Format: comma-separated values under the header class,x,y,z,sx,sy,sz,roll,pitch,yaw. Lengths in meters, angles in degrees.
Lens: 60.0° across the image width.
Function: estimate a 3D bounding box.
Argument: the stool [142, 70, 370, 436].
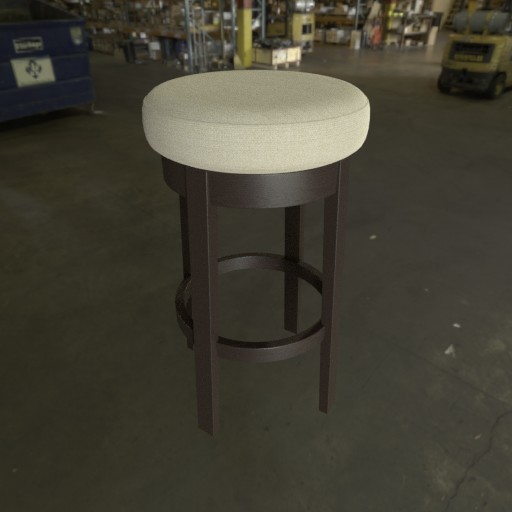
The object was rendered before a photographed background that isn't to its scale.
class,x,y,z,sx,sy,sz,roll,pitch,yaw
stool,0.000,0.000,1.019,0.446,0.758,0.446,0,31,0
